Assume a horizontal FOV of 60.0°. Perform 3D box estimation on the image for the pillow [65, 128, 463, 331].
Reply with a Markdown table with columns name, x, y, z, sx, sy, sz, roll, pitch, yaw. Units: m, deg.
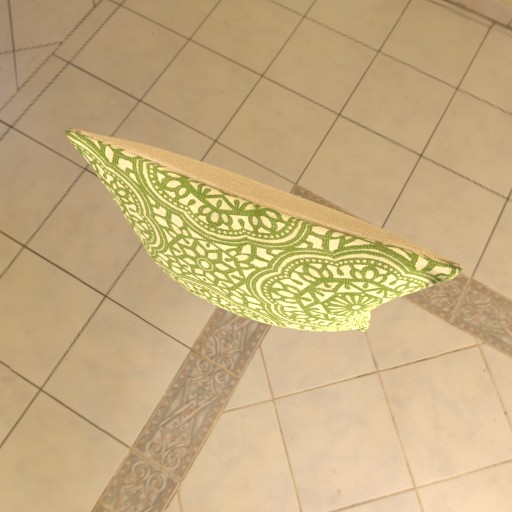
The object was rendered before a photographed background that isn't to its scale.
| name | x | y | z | sx | sy | sz | roll | pitch | yaw |
| --- | --- | --- | --- | --- | --- | --- | --- | --- | --- |
| pillow | 0.000 | 0.000 | 0.647 | 0.440 | 0.419 | 0.162 | 20 | 74 | 6 |
